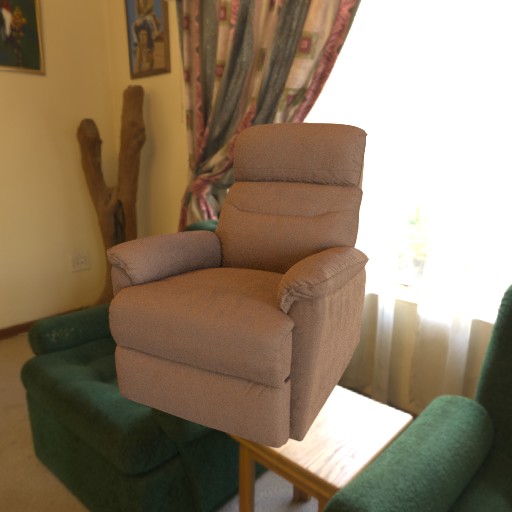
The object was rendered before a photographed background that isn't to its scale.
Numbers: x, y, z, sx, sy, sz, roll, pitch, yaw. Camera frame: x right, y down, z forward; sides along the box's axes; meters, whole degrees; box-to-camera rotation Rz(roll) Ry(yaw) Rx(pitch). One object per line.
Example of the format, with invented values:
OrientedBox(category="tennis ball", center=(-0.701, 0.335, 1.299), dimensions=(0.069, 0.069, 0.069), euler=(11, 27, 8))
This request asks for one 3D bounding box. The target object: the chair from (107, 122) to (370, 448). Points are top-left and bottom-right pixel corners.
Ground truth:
OrientedBox(category="chair", center=(0.000, 0.000, 1.733), dimensions=(0.820, 1.037, 1.004), euler=(7, 16, 26))
